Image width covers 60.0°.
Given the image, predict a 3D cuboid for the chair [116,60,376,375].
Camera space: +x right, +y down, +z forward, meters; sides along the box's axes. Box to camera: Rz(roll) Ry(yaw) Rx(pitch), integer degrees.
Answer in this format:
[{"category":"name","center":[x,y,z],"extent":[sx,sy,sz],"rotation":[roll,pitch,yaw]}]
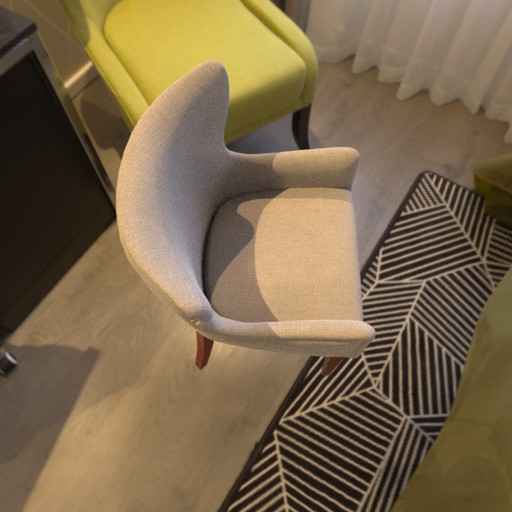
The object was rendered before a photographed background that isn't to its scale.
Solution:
[{"category":"chair","center":[0.000,0.000,1.465],"extent":[0.677,0.948,0.732],"rotation":[2,64,1]}]
